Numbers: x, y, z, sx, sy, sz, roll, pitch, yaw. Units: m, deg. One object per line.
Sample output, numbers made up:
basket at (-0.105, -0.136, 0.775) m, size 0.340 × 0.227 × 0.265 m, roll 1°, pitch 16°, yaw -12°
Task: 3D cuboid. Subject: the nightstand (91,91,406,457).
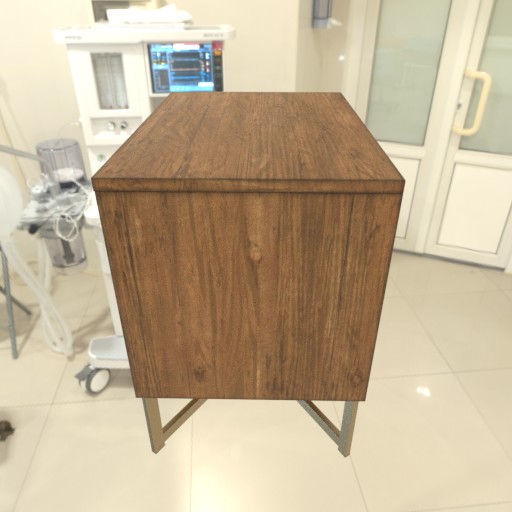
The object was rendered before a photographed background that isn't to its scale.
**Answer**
nightstand at (0.000, 0.000, 1.025) m, size 0.446 × 0.610 × 0.610 m, roll 1°, pitch 31°, yaw 1°
